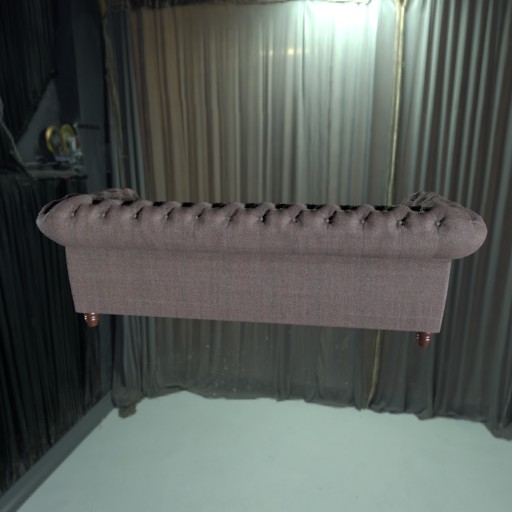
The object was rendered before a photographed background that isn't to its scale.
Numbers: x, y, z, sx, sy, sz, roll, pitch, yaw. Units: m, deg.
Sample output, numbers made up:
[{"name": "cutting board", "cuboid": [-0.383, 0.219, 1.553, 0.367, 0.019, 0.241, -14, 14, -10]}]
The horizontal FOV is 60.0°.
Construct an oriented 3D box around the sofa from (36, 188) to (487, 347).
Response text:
[{"name": "sofa", "cuboid": [0.000, 0.000, 2.727, 2.385, 0.787, 0.944, 2, 14, 8]}]
